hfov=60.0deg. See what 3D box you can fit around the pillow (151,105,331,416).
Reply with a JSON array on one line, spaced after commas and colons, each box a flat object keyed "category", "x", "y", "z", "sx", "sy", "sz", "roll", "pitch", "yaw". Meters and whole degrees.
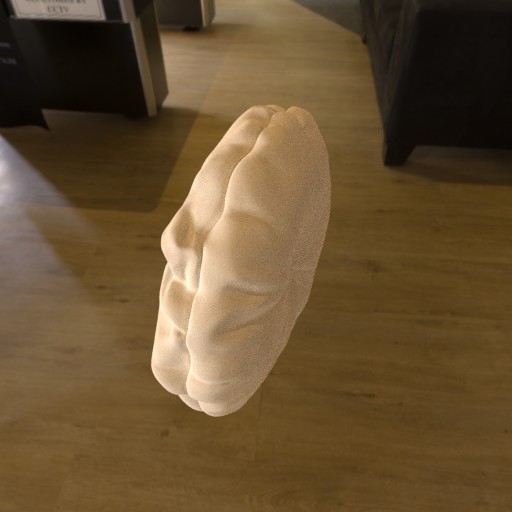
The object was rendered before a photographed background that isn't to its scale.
[{"category": "pillow", "x": 0.000, "y": 0.000, "z": 0.627, "sx": 0.148, "sy": 0.407, "sz": 0.428, "roll": 16, "pitch": 48, "yaw": 15}]
